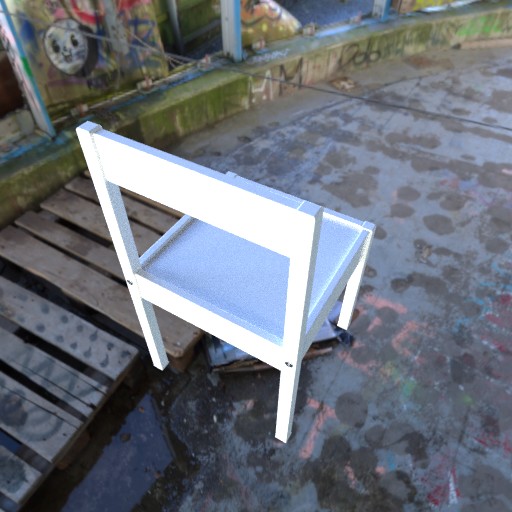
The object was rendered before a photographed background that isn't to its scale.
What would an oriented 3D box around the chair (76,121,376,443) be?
[{"bbox_3d":[0.000,0.000,0.692,0.285,0.505,0.285,23,51,20],"label":"chair"}]
